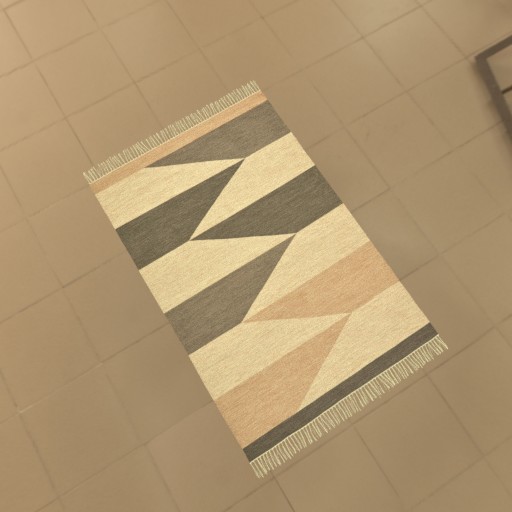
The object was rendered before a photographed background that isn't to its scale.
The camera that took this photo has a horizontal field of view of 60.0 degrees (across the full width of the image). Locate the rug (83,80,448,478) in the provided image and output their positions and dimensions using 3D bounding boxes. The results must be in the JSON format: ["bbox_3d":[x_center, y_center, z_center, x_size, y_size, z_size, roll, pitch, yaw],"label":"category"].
[{"bbox_3d":[0.000,0.000,2.549,1.224,0.027,2.021,-31,77,-8],"label":"rug"}]
